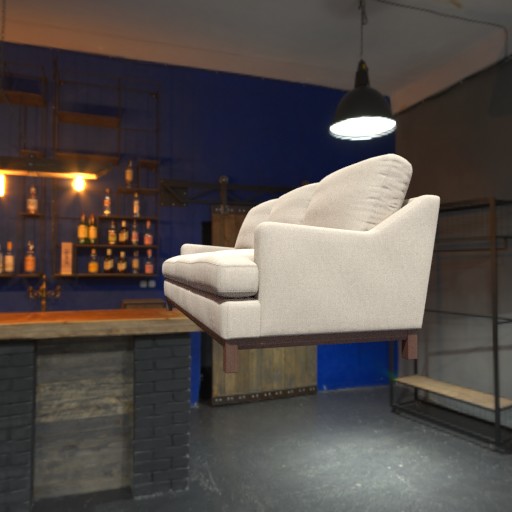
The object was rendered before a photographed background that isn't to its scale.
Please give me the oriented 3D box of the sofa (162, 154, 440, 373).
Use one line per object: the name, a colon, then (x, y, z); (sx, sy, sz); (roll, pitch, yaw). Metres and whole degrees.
sofa: (0.000, 0.000, 2.881); (1.000, 0.913, 2.321); (0, -1, -17)
